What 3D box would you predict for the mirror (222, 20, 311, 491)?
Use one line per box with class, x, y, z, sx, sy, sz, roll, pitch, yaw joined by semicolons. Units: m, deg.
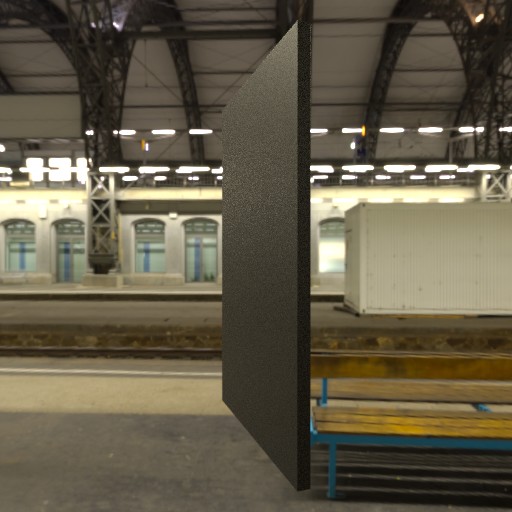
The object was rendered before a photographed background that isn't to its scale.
mirror;0.000;0.000;1.513;0.038;1.219;0.762;0;0;-19
